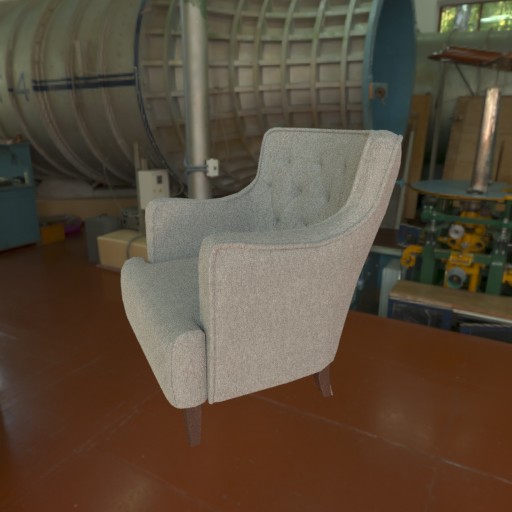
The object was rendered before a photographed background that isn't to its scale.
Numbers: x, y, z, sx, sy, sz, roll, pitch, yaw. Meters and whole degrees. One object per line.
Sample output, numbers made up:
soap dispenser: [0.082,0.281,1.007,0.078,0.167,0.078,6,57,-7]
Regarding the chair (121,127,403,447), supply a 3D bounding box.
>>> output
chair: [0.000,0.000,1.647,0.910,0.920,0.820,-8,19,-25]
